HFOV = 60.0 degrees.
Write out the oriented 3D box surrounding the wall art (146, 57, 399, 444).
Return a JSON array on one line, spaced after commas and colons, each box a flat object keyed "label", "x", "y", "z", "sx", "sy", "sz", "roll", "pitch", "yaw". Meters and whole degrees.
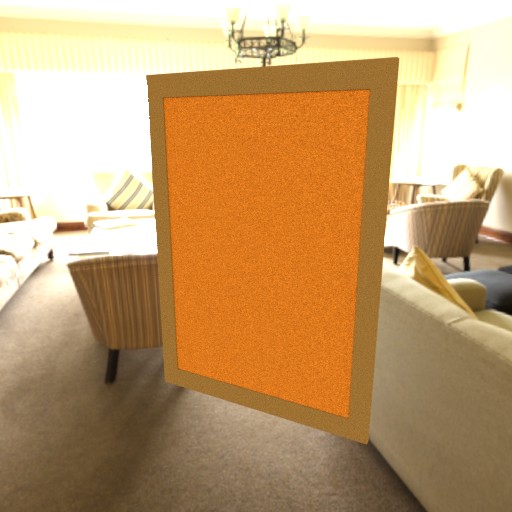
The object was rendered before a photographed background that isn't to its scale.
[{"label": "wall art", "x": 0.000, "y": 0.000, "z": 0.670, "sx": 0.374, "sy": 0.529, "sz": 0.012, "roll": 8, "pitch": 18, "yaw": 26}]
